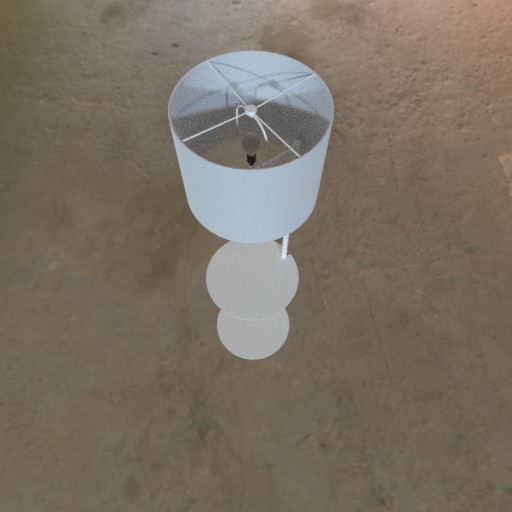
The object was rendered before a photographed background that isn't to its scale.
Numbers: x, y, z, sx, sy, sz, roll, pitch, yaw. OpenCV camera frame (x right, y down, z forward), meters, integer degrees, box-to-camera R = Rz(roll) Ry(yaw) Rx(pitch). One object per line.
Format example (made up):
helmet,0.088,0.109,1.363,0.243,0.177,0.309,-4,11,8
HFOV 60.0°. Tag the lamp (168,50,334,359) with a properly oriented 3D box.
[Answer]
lamp,0.000,0.000,1.644,0.405,1.465,0.372,-32,66,-16
